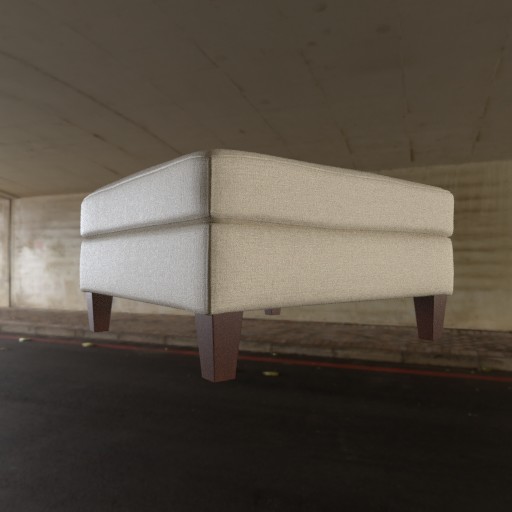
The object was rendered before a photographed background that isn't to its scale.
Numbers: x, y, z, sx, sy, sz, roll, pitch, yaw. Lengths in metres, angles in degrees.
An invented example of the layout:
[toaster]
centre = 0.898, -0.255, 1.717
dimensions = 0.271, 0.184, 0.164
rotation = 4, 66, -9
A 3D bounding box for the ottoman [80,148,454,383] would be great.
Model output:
[ottoman]
centre = 0.000, 0.000, 1.353
dimensions = 0.838, 0.478, 0.838
rotation = 0, -1, -37
